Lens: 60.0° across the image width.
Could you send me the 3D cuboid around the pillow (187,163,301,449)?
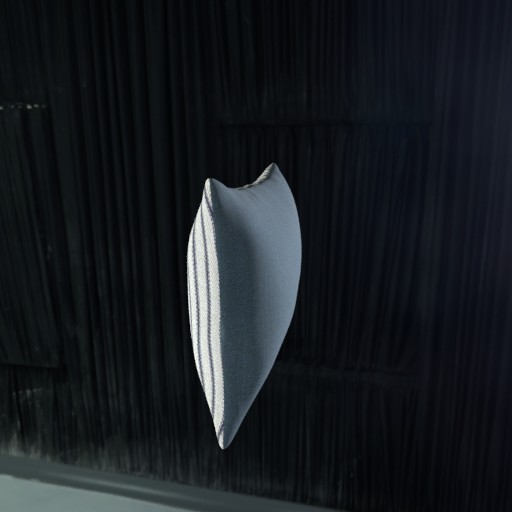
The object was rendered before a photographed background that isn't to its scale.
[{"bbox_3d":[0.000,0.000,0.750,0.151,0.305,0.609,2,14,8],"label":"pillow"}]
